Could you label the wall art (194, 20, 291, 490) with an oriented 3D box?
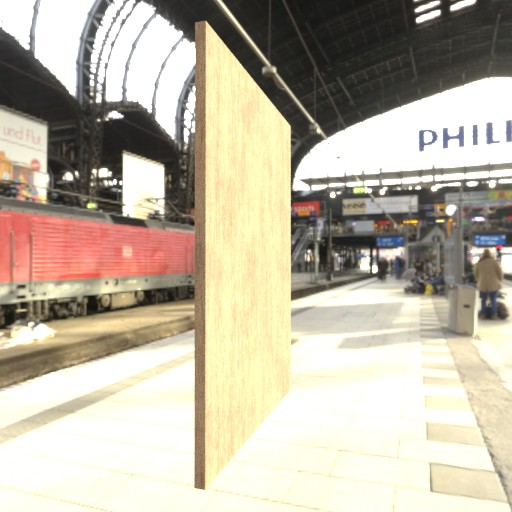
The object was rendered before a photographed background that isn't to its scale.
[{"bbox_3d":[0.000,0.000,0.904,0.018,0.686,0.534,0,-1,18],"label":"wall art"}]
